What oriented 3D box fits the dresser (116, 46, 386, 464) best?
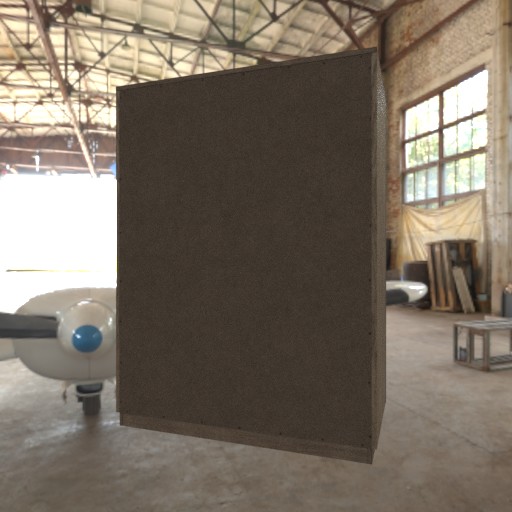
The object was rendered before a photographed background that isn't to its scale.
[{"bbox_3d":[0.000,0.000,1.760,0.967,1.295,0.483,0,0,20],"label":"dresser"}]
